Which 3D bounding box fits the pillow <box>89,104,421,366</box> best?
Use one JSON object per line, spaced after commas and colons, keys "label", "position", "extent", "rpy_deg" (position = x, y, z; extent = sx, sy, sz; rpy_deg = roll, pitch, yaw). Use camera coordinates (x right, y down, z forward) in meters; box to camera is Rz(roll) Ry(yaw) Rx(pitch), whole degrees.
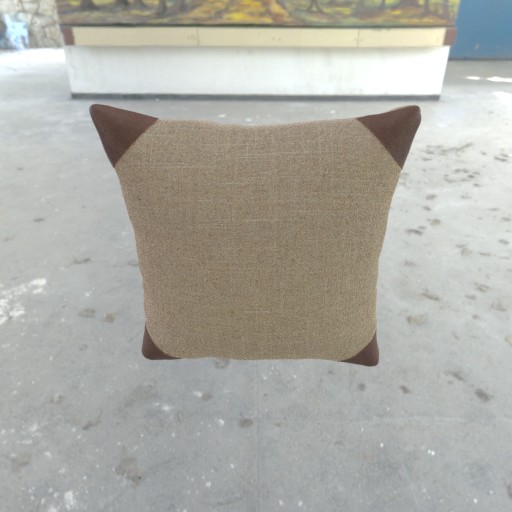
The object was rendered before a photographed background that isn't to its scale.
{"label": "pillow", "position": [0.000, 0.000, 0.681], "extent": [0.437, 0.448, 0.147], "rpy_deg": [0, 30, 0]}
